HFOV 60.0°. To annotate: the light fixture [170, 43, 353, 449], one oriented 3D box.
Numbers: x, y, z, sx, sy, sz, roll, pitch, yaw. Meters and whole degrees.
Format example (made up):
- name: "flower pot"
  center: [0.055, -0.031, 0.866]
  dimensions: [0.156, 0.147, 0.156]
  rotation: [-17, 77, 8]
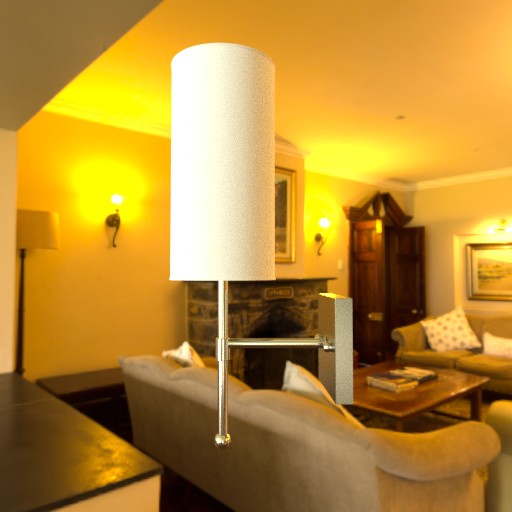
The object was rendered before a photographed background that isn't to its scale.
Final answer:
- name: "light fixture"
  center: [0.000, 0.000, 0.541]
  dimensions: [0.208, 0.462, 0.128]
  rotation: [0, -2, -1]
